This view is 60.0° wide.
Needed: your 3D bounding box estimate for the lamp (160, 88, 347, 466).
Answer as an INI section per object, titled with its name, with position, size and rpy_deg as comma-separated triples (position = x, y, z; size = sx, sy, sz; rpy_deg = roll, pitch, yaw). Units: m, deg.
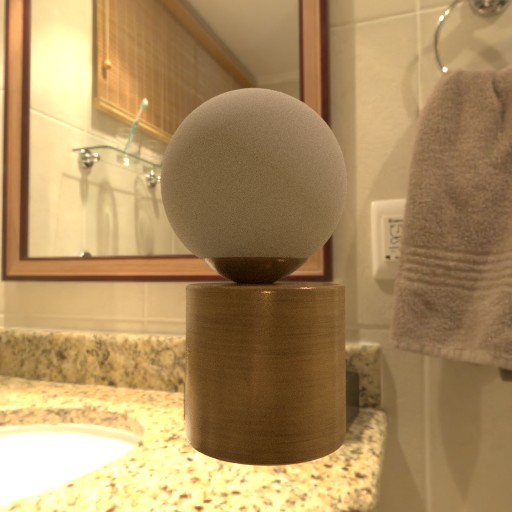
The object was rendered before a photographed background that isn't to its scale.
[lamp]
position = 0.000, 0.000, 0.336
size = 0.141, 0.250, 0.152
rpy_deg = 1, -2, -18
